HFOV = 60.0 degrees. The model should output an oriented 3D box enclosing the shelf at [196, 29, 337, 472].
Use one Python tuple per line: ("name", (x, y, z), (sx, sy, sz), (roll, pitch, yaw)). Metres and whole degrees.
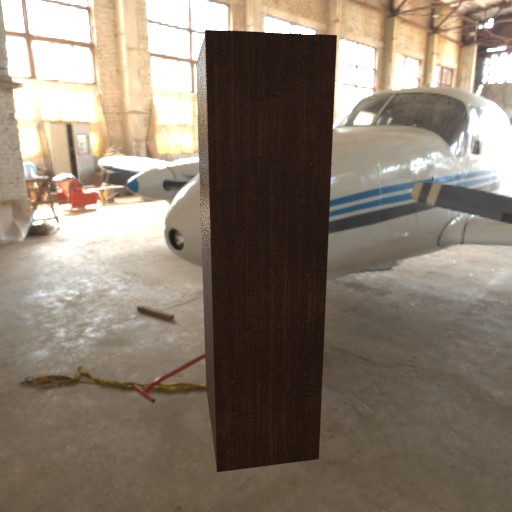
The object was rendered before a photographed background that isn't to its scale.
("shelf", (0.000, 0.000, 1.286), (0.290, 1.099, 0.415), (-3, 15, -10))
